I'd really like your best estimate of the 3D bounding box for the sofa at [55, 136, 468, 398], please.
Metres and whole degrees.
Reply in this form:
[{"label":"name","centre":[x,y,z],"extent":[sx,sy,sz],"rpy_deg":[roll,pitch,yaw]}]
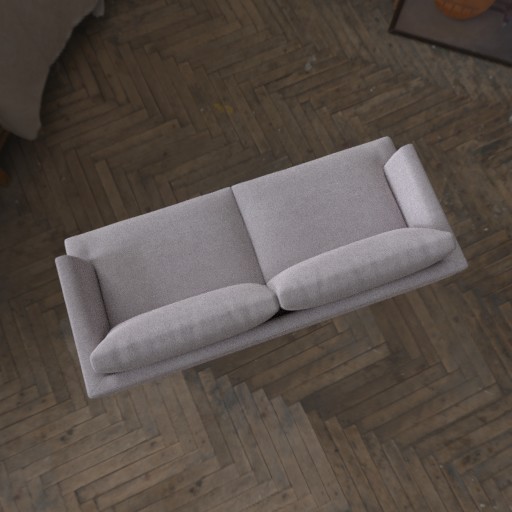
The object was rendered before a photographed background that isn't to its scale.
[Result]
[{"label":"sofa","centre":[0.000,0.000,2.767],"extent":[2.250,0.868,1.020],"rpy_deg":[-18,77,-4]}]
